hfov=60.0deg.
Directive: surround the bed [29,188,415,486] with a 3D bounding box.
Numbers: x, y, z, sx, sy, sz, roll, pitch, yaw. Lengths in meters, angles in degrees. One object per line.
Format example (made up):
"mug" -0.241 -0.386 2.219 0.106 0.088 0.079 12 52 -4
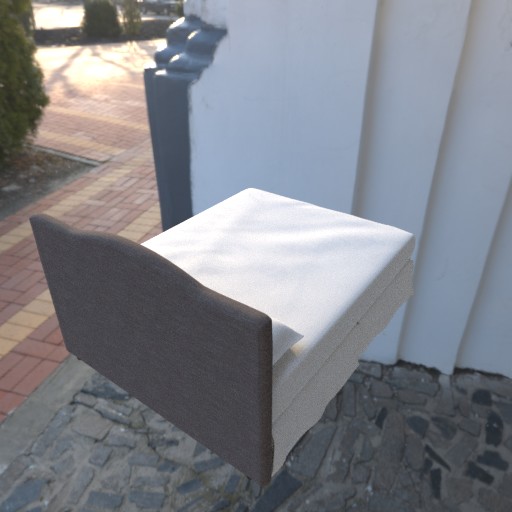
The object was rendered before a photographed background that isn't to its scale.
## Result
"bed" 0.000 0.000 3.874 2.161 1.457 2.689 21 37 30
